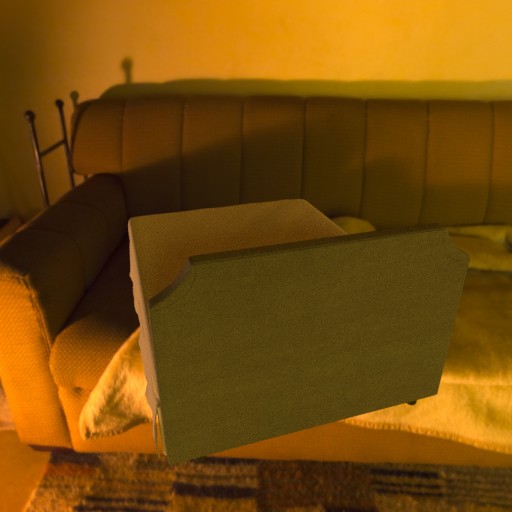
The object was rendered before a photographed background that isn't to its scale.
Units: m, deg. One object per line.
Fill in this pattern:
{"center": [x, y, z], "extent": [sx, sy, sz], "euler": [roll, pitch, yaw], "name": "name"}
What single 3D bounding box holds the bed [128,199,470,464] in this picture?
{"center": [0.000, 0.000, 3.534], "extent": [1.977, 1.306, 2.464], "euler": [-8, 28, -16], "name": "bed"}
